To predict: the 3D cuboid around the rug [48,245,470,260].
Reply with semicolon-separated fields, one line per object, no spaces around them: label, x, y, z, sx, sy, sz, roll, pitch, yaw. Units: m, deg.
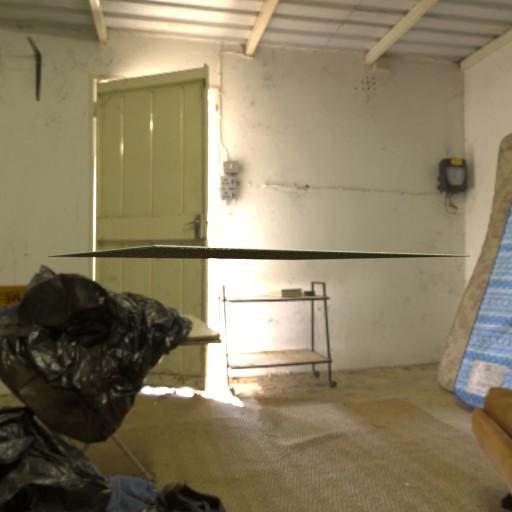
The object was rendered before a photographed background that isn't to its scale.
rug;0.000;0.000;3.983;2.980;0.012;2.363;1;-2;-37
